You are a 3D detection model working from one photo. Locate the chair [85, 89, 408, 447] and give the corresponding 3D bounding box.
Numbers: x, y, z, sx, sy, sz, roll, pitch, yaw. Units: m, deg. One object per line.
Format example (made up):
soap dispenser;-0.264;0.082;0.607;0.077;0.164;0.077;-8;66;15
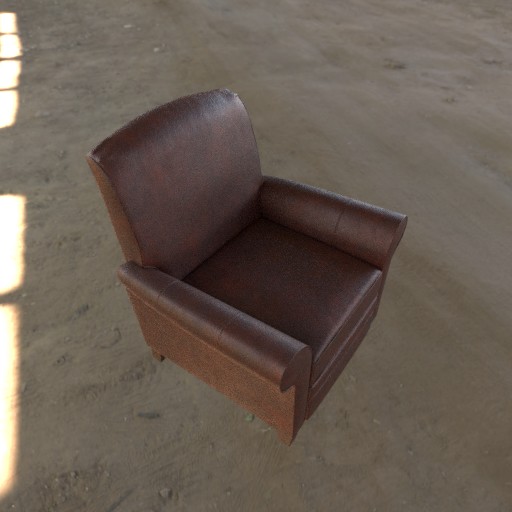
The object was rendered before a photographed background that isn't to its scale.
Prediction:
chair;0.000;0.000;1.790;0.902;1.061;0.978;25;46;26
